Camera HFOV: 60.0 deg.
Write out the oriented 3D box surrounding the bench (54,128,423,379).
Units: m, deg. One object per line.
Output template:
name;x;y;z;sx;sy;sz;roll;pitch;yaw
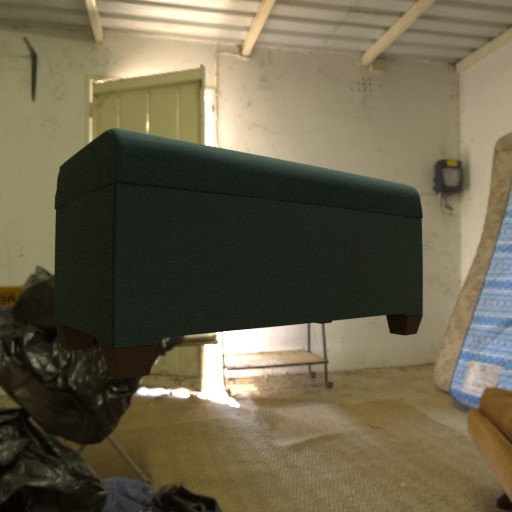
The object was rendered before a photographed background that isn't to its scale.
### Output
bench;0.000;0.000;1.257;0.995;0.474;0.476;1;-2;-37
